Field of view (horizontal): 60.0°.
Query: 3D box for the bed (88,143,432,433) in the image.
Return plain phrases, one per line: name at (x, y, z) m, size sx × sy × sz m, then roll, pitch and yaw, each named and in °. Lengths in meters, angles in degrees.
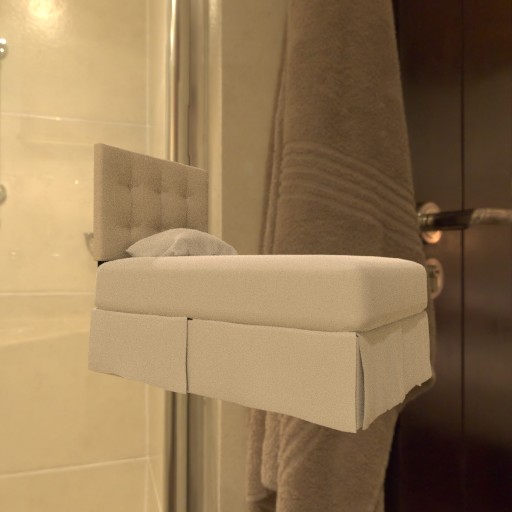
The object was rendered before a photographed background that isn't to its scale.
bed at (0.000, 0.000, 2.961) m, size 1.997 × 1.571 × 1.261 m, roll -1°, pitch -1°, yaw 35°
